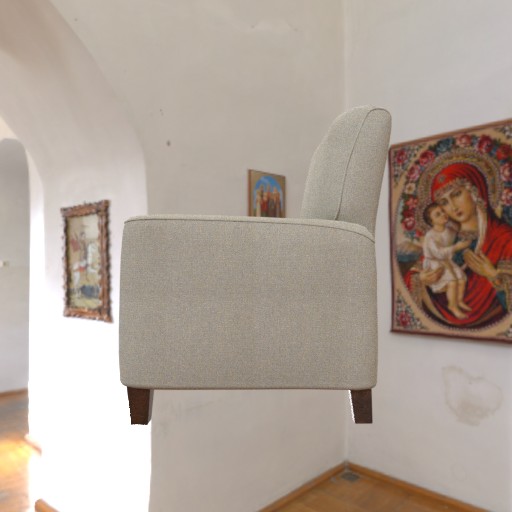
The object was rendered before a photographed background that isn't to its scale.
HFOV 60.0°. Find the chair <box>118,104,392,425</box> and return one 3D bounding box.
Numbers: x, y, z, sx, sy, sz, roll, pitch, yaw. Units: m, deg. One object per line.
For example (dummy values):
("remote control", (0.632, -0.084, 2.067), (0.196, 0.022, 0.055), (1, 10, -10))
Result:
("chair", (0.000, 0.000, 1.689), (0.853, 1.006, 0.850), (0, 0, -1))
